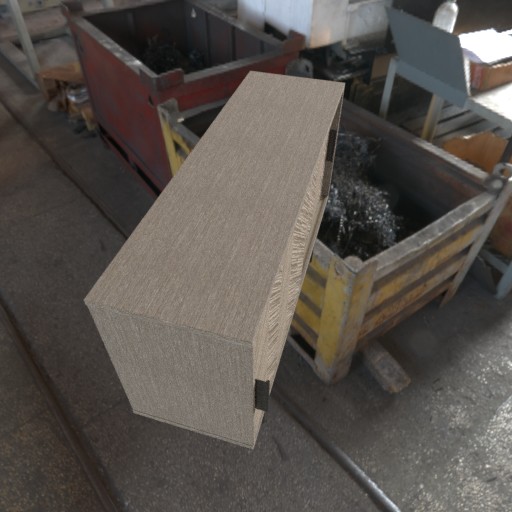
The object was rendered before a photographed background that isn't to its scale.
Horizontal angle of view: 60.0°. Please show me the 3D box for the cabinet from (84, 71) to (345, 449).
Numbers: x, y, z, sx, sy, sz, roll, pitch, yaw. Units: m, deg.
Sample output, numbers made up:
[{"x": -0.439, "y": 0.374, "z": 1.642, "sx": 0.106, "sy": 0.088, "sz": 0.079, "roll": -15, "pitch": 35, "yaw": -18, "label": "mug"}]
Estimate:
[{"x": 0.000, "y": 0.000, "z": 1.578, "sx": 0.405, "sy": 0.787, "sz": 1.194, "roll": 12, "pitch": 47, "yaw": 12, "label": "cabinet"}]
